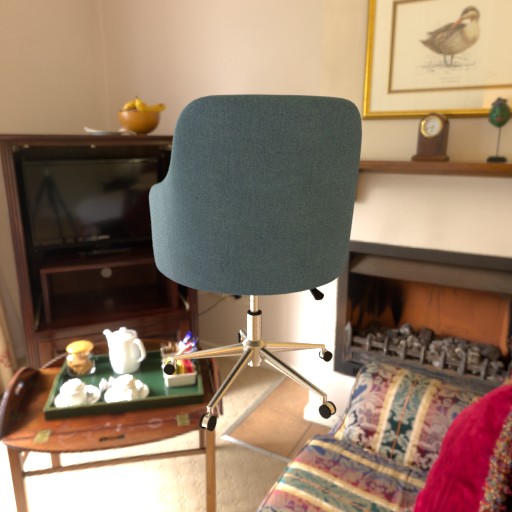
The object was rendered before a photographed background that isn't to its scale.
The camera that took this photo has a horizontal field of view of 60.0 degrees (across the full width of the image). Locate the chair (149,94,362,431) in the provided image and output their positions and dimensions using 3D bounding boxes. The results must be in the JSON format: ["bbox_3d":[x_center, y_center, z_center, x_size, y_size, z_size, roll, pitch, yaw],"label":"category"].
[{"bbox_3d":[0.000,0.000,1.281,0.599,0.820,0.655,-2,14,-9],"label":"chair"}]
